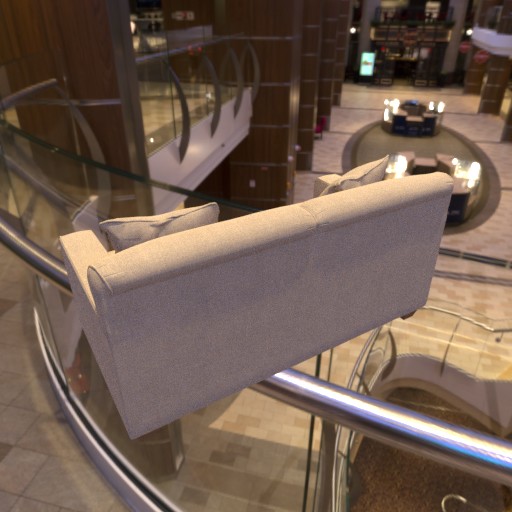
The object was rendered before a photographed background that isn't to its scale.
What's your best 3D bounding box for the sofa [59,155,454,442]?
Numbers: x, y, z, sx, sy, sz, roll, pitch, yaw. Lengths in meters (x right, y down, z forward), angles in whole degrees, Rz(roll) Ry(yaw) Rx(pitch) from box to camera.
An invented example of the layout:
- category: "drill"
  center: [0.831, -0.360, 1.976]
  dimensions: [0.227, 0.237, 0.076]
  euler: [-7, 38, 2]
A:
- category: "sofa"
  center: [0.000, 0.000, 2.433]
  dimensions: [1.846, 0.958, 0.998]
  euler: [-17, 34, -27]
